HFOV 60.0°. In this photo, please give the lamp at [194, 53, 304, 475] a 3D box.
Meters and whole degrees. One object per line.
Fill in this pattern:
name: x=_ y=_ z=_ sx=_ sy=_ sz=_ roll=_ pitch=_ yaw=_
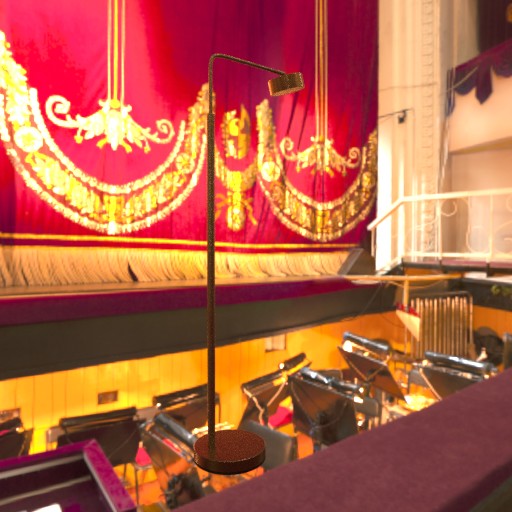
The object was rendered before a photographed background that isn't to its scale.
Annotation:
lamp: x=0.000 y=0.000 z=1.402 sx=0.418 sy=1.230 sz=0.219 roll=-1 pitch=2 yaw=-36
